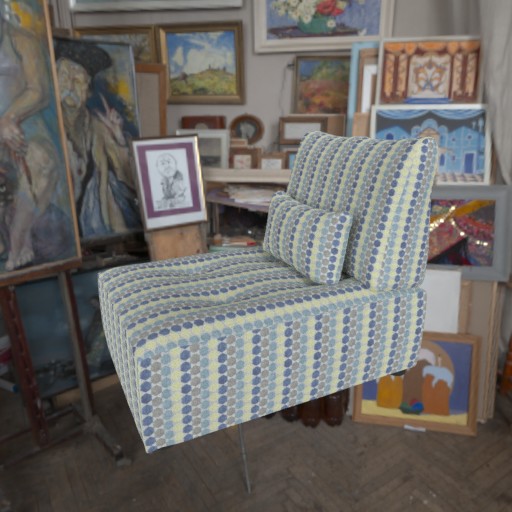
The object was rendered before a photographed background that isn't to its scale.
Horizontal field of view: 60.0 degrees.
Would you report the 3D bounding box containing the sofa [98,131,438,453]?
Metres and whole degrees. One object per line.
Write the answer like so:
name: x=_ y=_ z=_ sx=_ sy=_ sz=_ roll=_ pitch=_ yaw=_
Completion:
sofa: x=0.000 y=0.000 z=1.561 sx=1.000 sy=0.820 sz=0.700 roll=-9 pitch=20 yaw=-25
